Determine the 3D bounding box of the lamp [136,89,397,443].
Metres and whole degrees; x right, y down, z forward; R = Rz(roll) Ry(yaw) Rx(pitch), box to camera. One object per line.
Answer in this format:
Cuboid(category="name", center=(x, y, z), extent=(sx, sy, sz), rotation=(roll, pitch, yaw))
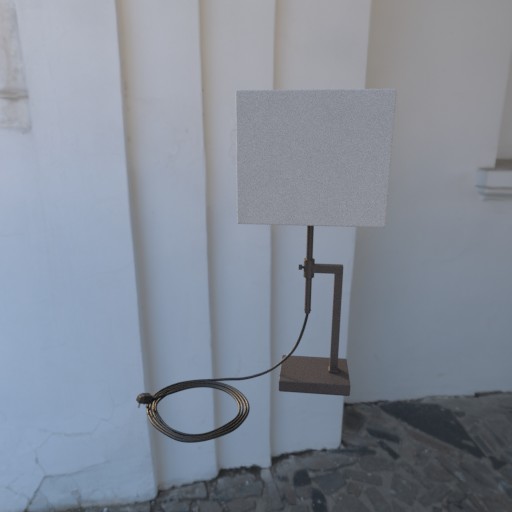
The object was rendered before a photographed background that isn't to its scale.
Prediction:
Cuboid(category="lamp", center=(0.000, 0.000, 0.955), extent=(0.504, 0.660, 0.399), rotation=(2, 16, 7))
